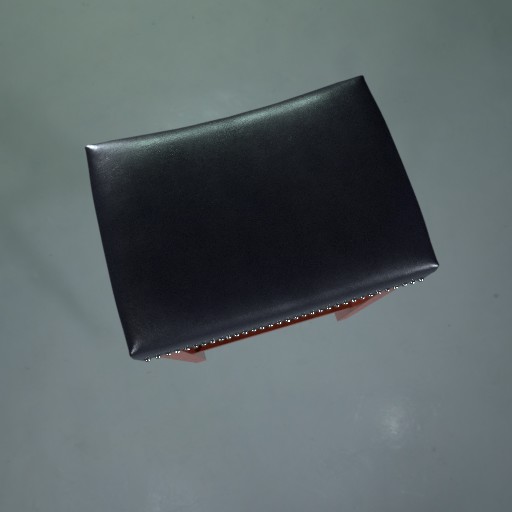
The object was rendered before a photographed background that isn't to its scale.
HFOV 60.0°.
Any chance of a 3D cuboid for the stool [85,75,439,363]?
[{"bbox_3d":[0.000,0.000,1.040,0.504,0.742,0.372,-16,76,-4],"label":"stool"}]
